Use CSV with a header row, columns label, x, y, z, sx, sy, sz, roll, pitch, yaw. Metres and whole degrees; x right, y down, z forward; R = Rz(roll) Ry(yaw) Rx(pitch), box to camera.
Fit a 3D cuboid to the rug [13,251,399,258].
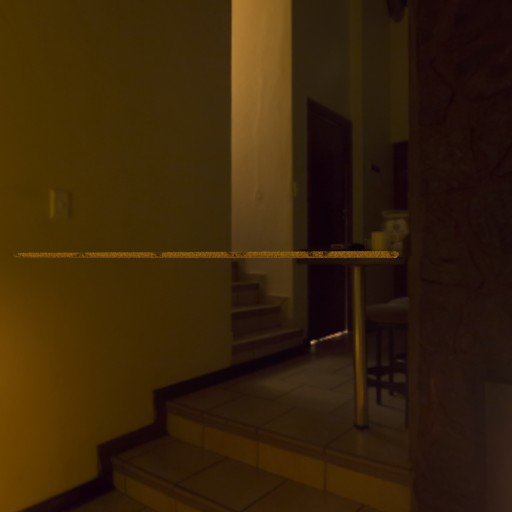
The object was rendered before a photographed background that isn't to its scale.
label,x,y,z,sx,sy,sz,roll,pitch,yaw
rug,0.000,0.000,4.016,2.438,0.029,3.047,0,0,17
